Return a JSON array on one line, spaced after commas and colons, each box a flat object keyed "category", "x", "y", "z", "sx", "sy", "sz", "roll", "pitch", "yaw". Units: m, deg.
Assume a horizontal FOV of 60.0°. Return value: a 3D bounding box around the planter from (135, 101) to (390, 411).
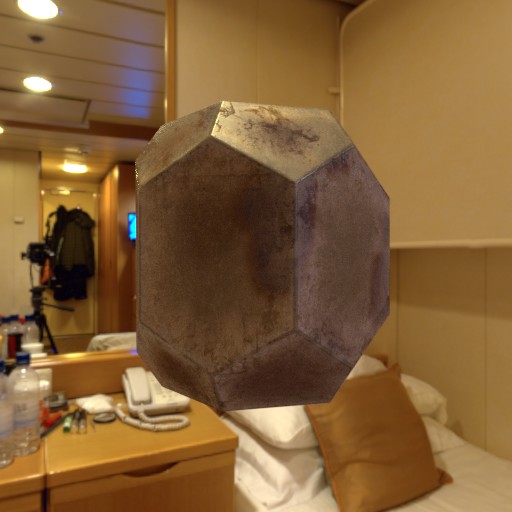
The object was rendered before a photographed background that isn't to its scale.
[{"category": "planter", "x": 0.000, "y": 0.000, "z": 0.421, "sx": 0.243, "sy": 0.238, "sz": 0.221, "roll": 0, "pitch": 0, "yaw": 17}]
